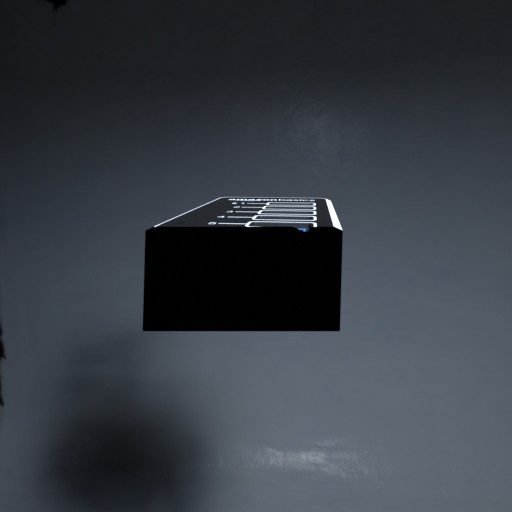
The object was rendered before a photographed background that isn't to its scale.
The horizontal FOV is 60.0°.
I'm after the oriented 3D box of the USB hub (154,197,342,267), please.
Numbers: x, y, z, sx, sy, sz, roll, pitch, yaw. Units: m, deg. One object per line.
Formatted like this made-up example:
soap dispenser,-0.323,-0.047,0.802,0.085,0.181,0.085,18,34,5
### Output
USB hub,0.000,0.000,0.123,0.044,0.023,0.110,2,13,7
